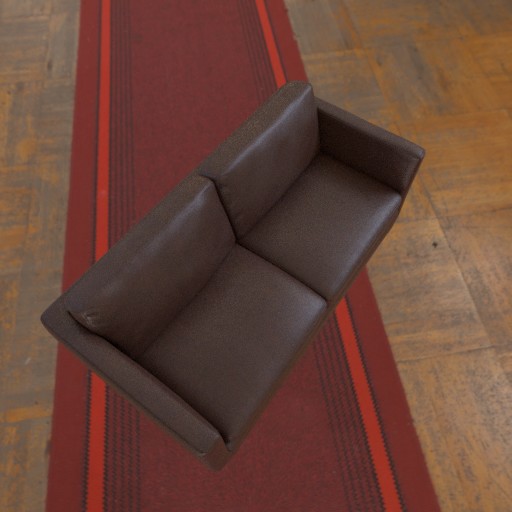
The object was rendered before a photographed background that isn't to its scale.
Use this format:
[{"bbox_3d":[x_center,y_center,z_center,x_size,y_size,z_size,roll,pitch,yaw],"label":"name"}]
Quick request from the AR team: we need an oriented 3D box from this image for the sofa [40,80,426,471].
[{"bbox_3d":[0.000,0.000,2.354,0.951,0.933,1.883,32,65,17],"label":"sofa"}]
